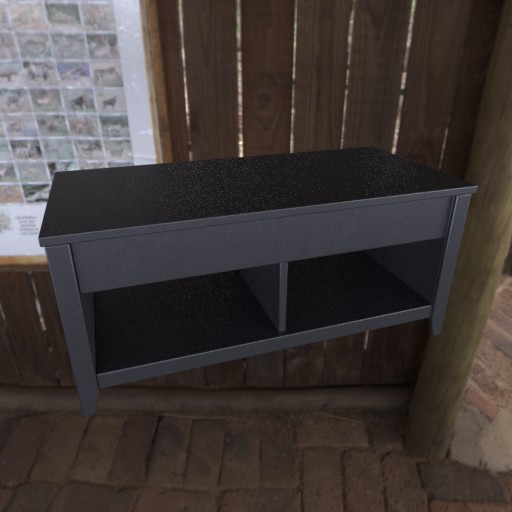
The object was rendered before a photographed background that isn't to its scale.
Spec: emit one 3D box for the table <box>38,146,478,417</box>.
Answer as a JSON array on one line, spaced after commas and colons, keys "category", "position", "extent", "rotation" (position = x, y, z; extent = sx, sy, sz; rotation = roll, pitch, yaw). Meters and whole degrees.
[{"category": "table", "position": [0.000, 0.000, 1.271], "extent": [1.016, 0.457, 0.483], "rotation": [-8, 27, -17]}]
